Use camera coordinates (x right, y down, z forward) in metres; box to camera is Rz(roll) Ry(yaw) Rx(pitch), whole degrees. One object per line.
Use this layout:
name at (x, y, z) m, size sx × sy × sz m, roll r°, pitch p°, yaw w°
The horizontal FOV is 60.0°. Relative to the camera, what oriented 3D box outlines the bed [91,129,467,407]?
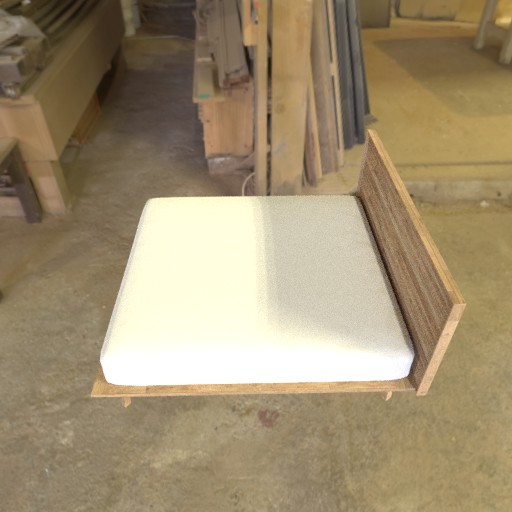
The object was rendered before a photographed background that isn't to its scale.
bed at (0.000, 0.000, 3.456) m, size 2.167 × 1.100 × 2.116 m, roll -1°, pitch 41°, yaw -1°
